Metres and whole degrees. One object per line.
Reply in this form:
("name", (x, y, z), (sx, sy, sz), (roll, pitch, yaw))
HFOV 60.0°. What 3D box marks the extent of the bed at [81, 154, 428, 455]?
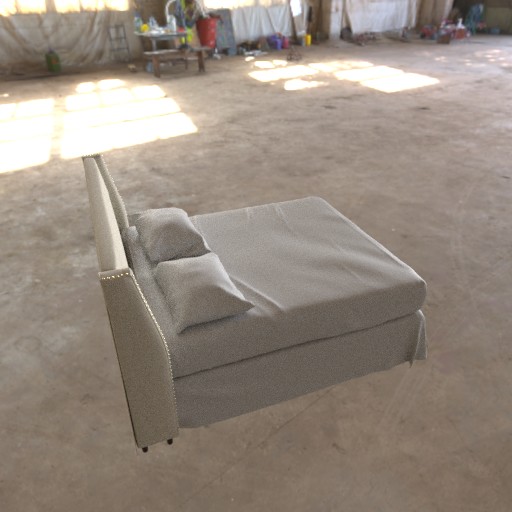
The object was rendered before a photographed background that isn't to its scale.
("bed", (0.000, 0.000, 3.448), (2.276, 1.332, 1.925), (-11, 33, -18))
